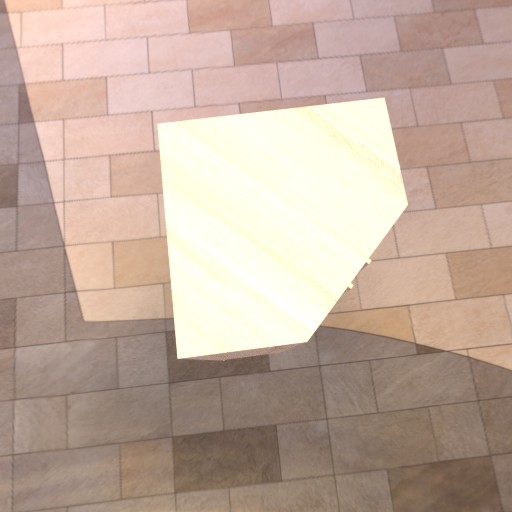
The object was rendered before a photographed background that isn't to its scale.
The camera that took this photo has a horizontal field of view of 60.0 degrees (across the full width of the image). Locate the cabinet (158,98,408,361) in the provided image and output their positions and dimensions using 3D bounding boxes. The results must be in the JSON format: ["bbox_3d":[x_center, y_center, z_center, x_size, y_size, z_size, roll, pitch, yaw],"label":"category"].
[{"bbox_3d":[0.000,0.000,2.611,0.969,1.957,1.272,37,79,8],"label":"cabinet"}]
